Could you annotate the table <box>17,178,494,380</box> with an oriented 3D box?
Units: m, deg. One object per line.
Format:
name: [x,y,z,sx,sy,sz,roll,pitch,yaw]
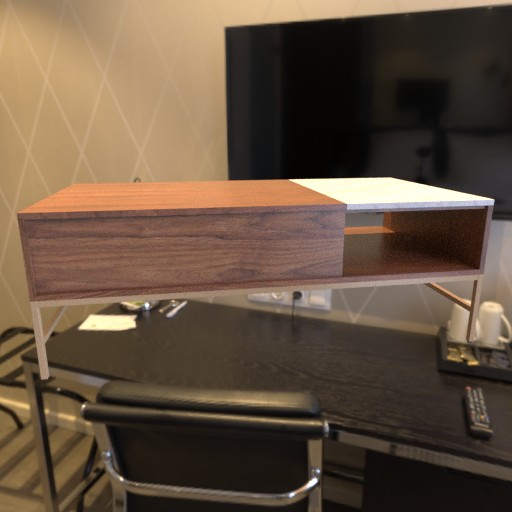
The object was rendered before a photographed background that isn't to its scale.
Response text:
table: [0.000,0.000,1.868,1.553,0.551,0.789,-3,16,-10]
